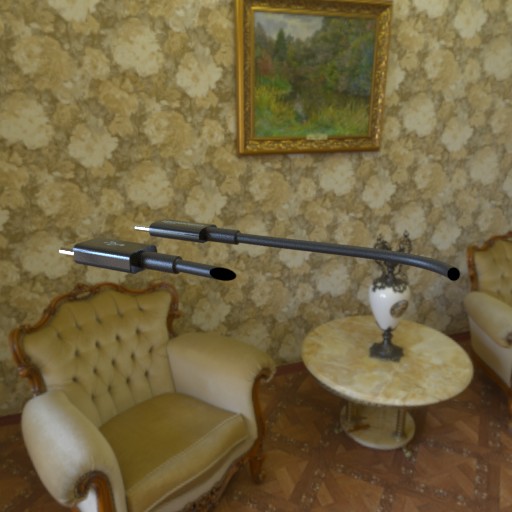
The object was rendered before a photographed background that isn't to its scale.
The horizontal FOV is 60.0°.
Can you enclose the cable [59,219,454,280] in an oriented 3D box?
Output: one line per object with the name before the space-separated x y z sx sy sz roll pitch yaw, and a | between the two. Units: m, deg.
cable | 0.000 0.000 0.114 0.098 0.006 0.040 8 18 25
